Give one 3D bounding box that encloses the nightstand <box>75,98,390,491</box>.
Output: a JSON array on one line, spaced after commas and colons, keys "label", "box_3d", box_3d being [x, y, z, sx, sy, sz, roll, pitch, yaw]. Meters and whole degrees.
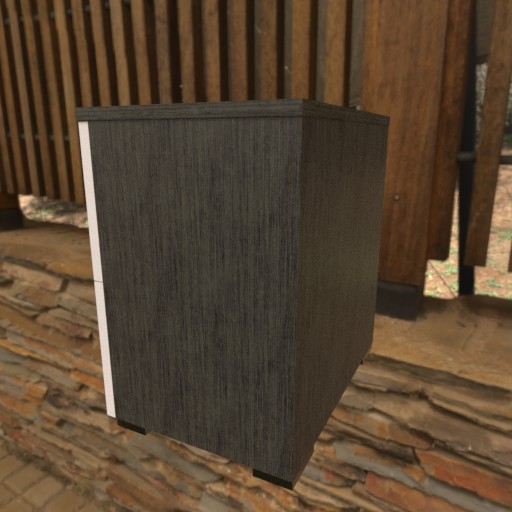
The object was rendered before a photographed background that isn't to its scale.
[{"label": "nightstand", "box_3d": [0.000, 0.000, 0.749, 0.325, 0.460, 0.441, 7, 17, 26]}]
